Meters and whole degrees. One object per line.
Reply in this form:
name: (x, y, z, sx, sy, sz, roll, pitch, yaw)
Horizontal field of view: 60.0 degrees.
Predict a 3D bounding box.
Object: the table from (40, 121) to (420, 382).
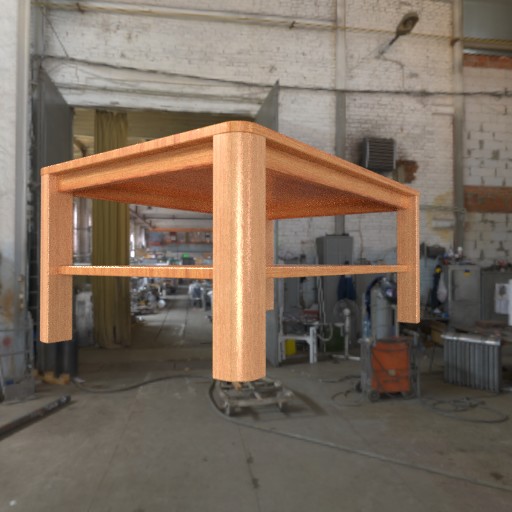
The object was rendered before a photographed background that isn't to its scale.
table: (0.000, 0.000, 1.342, 0.696, 0.445, 0.997, -1, -1, 37)
